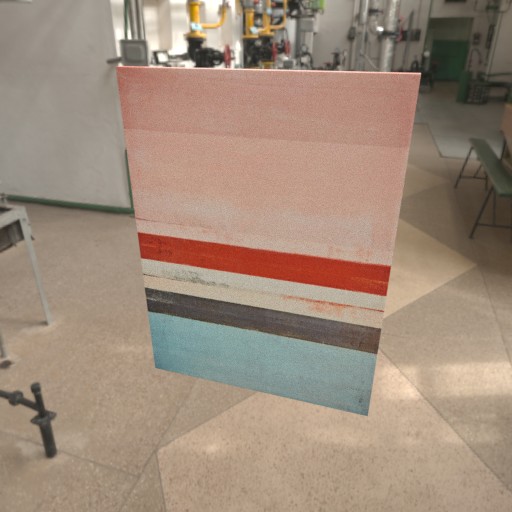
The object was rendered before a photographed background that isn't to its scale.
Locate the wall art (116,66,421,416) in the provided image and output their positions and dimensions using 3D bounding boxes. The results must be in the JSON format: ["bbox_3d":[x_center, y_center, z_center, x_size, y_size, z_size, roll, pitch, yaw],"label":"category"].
[{"bbox_3d":[0.000,0.000,1.307,0.761,1.016,0.039,8,28,16],"label":"wall art"}]
